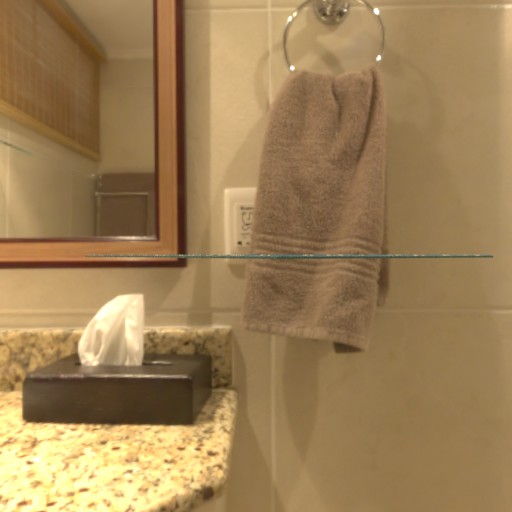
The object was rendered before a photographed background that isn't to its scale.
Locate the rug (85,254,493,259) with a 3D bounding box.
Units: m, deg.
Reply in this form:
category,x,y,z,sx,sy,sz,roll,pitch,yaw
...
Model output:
category,x,y,z,sx,sy,sz,roll,pitch,yaw
rug,0.000,0.000,2.299,1.211,0.012,1.833,0,0,-37
